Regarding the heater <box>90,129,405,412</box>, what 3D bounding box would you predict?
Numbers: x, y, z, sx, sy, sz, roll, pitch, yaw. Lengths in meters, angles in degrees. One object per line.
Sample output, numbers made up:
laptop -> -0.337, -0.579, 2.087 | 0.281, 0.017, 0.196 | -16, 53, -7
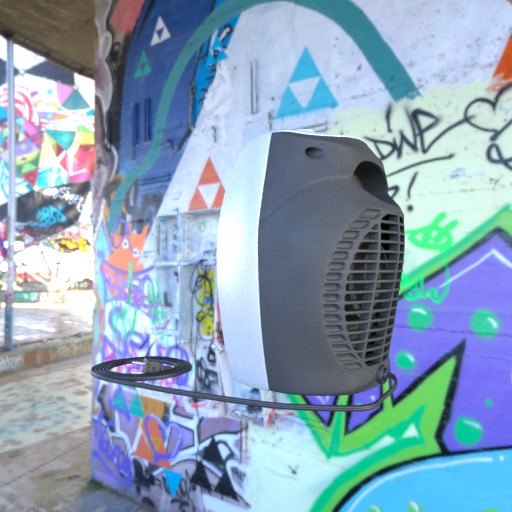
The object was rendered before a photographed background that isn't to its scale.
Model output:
heater -> 0.000, 0.000, 0.461 | 0.291, 0.240, 0.239 | -1, -2, 36
